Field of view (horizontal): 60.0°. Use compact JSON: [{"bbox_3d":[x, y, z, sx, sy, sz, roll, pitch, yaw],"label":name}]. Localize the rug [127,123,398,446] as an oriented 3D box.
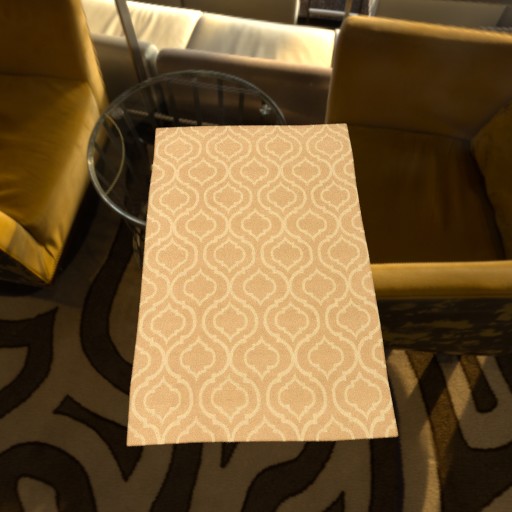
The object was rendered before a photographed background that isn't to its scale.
[{"bbox_3d":[0.000,0.000,2.252,1.152,0.013,1.761,-2,63,-1],"label":"rug"}]
